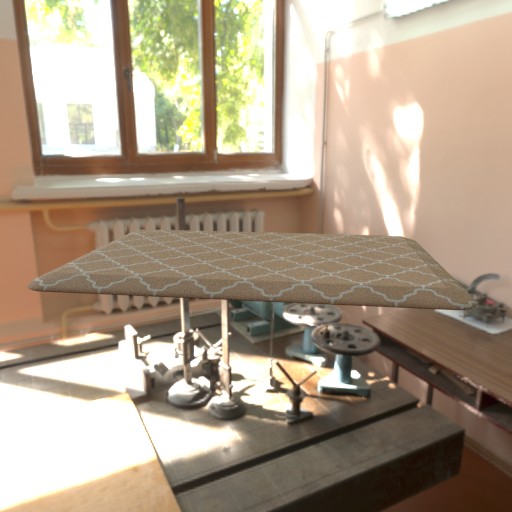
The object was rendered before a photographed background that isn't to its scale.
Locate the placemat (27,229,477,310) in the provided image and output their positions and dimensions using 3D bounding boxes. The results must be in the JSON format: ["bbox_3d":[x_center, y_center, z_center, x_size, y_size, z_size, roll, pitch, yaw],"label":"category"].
[{"bbox_3d":[0.000,0.000,0.958,0.762,0.021,0.508,2,14,7],"label":"placemat"}]
